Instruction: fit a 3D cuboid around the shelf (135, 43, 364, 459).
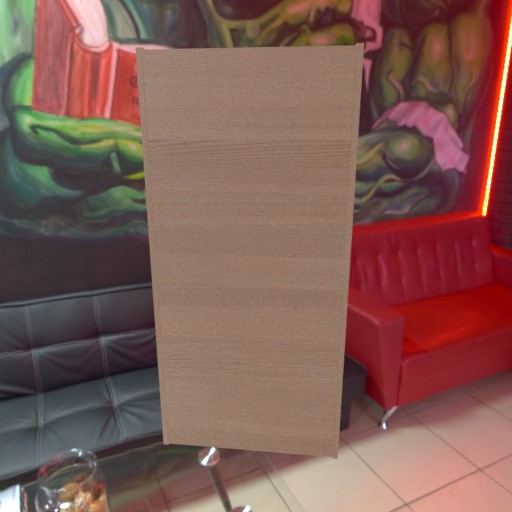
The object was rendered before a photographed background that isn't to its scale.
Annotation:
[{"bbox_3d":[0.000,0.000,1.060,0.417,0.876,0.292,2,17,6],"label":"shelf"}]
